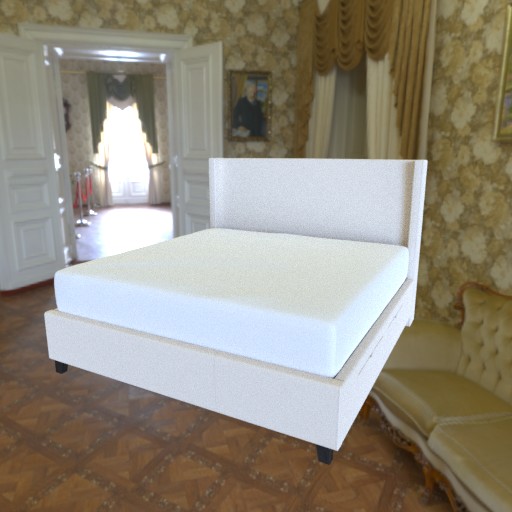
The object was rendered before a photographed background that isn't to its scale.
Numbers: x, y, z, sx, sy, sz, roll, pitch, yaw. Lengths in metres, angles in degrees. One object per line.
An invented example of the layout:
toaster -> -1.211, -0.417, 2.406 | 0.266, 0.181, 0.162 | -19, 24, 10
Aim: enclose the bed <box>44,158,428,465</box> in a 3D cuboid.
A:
bed -> 0.000, 0.000, 3.498 | 2.145, 1.471, 2.293 | 7, 15, 27
